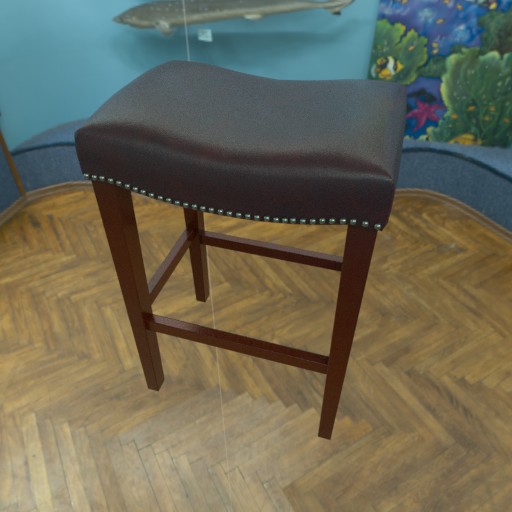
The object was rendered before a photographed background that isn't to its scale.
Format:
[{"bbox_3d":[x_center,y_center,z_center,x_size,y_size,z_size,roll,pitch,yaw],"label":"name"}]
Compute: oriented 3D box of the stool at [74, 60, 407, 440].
[{"bbox_3d":[0.000,0.000,0.992,0.504,0.742,0.372,11,42,13],"label":"stool"}]
